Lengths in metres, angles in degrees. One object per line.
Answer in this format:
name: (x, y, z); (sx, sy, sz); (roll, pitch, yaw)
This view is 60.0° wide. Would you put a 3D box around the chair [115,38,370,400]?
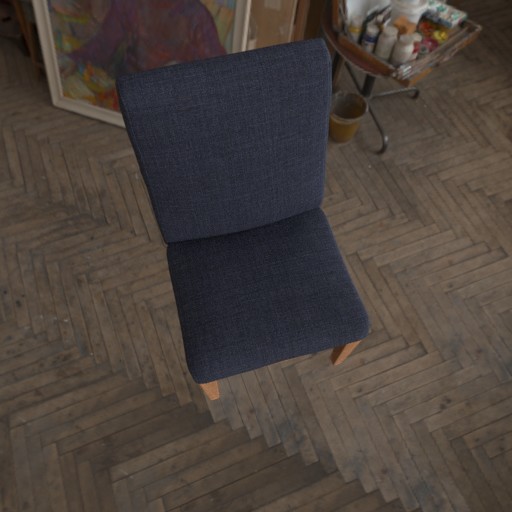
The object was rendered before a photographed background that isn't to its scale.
chair: (0.000, 0.000, 1.253); (0.507, 0.911, 0.586); (-14, 65, -7)
